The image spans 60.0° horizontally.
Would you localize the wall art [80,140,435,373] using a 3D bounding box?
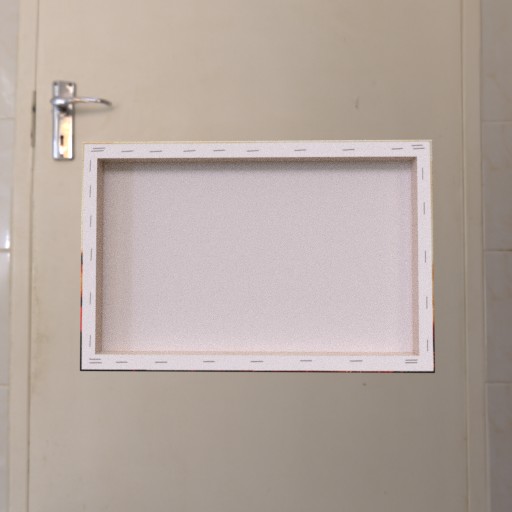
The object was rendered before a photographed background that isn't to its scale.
[{"bbox_3d":[0.000,0.000,0.789,0.613,0.402,0.040,0,-2,1],"label":"wall art"}]
